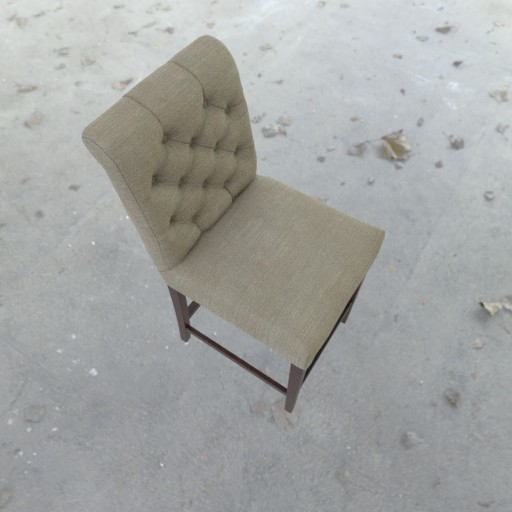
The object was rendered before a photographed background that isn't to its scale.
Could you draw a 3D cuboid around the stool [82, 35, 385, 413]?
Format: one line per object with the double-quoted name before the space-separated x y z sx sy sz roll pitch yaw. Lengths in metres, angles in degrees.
"stool" 0.000 0.000 1.423 0.660 1.084 0.486 29 62 17
